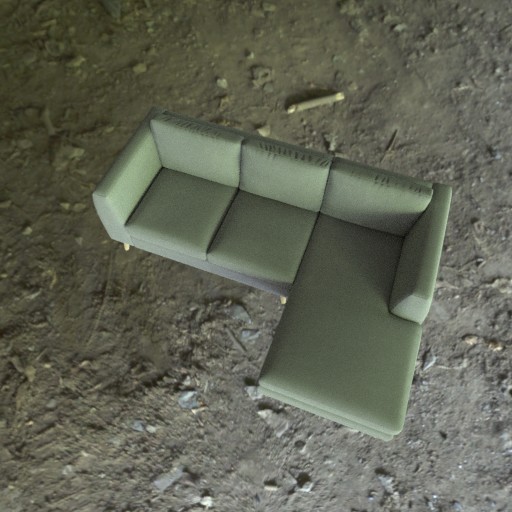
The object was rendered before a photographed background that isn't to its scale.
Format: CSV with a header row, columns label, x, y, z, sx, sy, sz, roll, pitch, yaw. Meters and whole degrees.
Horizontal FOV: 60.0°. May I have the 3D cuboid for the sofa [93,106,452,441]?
label,x,y,z,sx,sy,sz,roll,pitch,yaw
sofa,0.000,0.000,2.996,2.300,0.860,1.580,18,61,10
